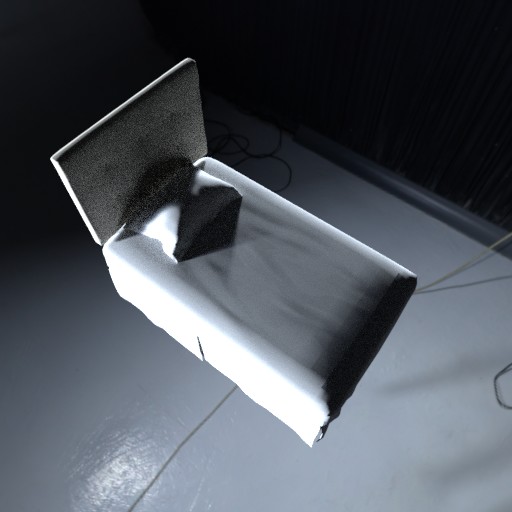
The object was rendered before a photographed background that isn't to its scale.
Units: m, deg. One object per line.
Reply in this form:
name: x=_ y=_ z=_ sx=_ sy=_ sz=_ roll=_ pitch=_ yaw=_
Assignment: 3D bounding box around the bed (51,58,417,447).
bed: x=0.000 y=0.000 z=2.989 sx=1.997 sy=1.571 sz=1.261 roll=33 pitch=63 yaw=19
